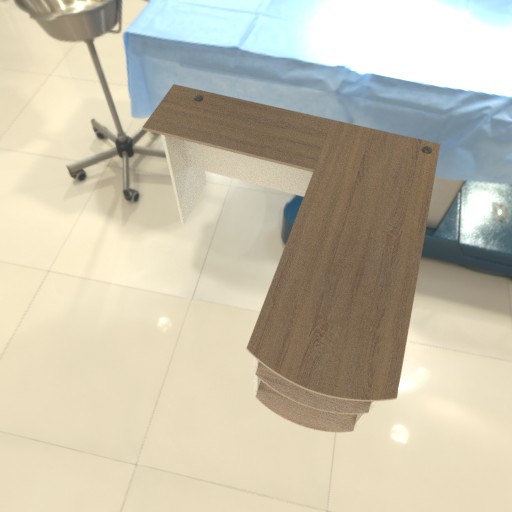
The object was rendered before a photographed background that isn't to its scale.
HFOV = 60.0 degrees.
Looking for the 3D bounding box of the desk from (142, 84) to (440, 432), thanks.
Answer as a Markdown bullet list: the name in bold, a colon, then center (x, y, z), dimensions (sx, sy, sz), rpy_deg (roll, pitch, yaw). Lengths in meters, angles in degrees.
- **desk**: center (0.000, 0.000, 2.139), dimensions (1.361, 0.716, 1.303), rpy_deg (16, 58, 10)
